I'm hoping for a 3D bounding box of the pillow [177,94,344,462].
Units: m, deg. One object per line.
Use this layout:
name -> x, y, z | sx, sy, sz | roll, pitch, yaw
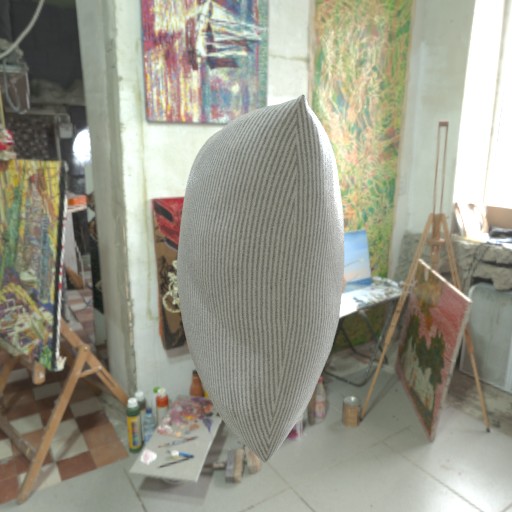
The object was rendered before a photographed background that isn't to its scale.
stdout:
pillow -> 0.000, 0.000, 0.683 | 0.310, 0.432, 0.387 | 7, 16, 27
